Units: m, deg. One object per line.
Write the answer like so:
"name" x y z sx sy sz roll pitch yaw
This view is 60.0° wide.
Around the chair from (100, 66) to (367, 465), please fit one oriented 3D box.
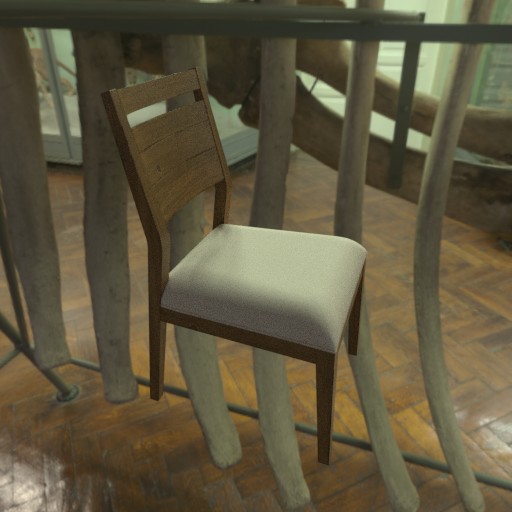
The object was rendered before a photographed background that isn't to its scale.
"chair" 0.000 0.000 1.273 0.610 0.939 0.497 11 32 18
